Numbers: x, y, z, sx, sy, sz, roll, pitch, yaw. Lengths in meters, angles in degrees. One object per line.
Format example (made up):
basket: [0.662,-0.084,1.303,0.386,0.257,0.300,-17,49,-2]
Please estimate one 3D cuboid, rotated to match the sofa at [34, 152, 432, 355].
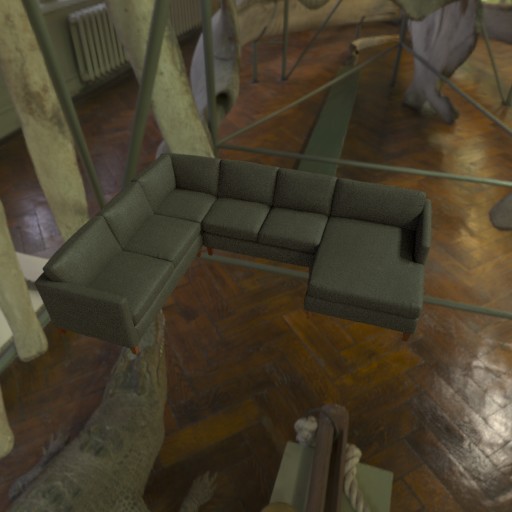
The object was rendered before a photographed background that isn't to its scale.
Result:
sofa: [0.000,0.000,4.708,3.460,0.961,2.594,11,41,13]
